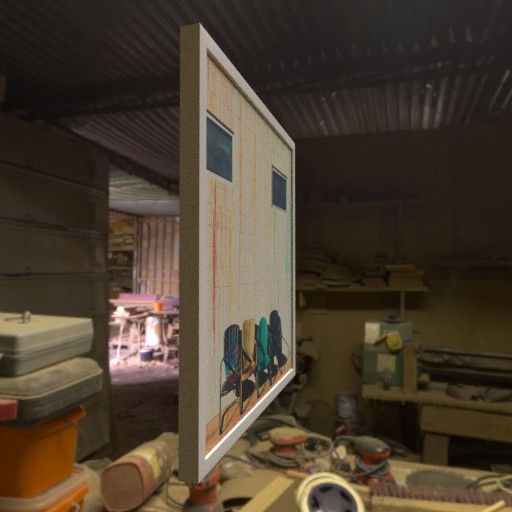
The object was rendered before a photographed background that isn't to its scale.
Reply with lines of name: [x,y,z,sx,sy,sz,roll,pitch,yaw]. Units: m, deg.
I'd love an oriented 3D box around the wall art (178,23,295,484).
wall art: [0.000,0.000,1.098,0.036,0.760,0.760,0,-1,17]
